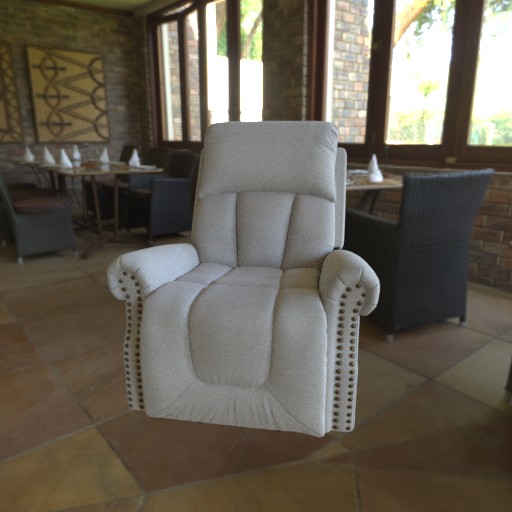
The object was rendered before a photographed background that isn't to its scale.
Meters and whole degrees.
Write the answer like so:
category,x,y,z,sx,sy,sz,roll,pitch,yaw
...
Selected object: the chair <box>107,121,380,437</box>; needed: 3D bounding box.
category,x,y,z,sx,sy,sz,roll,pitch,yaw
chair,0.000,0.000,1.727,0.871,1.031,0.979,3,15,9
